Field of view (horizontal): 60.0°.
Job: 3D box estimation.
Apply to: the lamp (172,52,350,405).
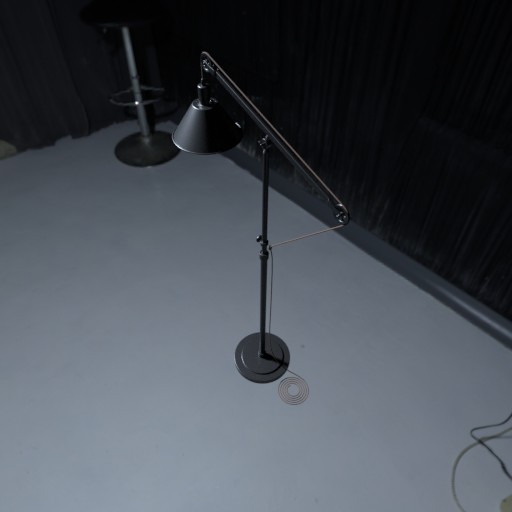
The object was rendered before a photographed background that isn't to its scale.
[{"bbox_3d":[0.000,0.000,1.995,0.319,1.626,0.904,-31,54,-26],"label":"lamp"}]
